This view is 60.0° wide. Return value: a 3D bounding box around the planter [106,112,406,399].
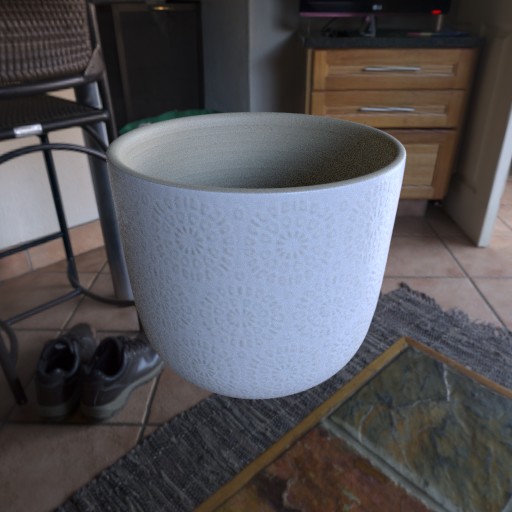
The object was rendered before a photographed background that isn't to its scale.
[{"bbox_3d":[0.000,0.000,0.365,0.208,0.190,0.208,0,29,0],"label":"planter"}]
